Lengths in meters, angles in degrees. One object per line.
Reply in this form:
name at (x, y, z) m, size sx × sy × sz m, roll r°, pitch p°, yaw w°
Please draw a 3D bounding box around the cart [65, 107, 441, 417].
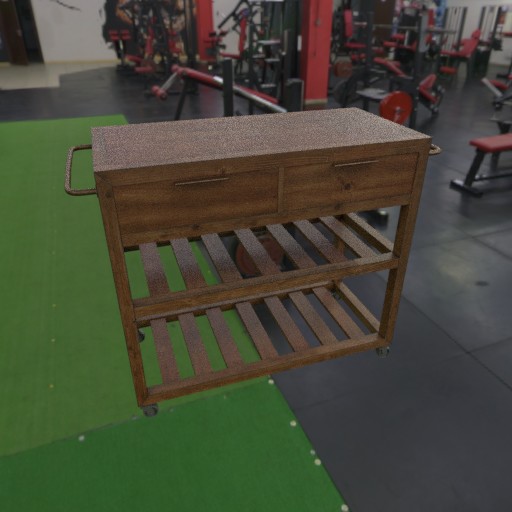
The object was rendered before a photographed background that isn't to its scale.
cart at (0.000, 0.000, 1.501) m, size 1.065 × 0.830 × 0.445 m, roll -10°, pitch 31°, yaw -16°
